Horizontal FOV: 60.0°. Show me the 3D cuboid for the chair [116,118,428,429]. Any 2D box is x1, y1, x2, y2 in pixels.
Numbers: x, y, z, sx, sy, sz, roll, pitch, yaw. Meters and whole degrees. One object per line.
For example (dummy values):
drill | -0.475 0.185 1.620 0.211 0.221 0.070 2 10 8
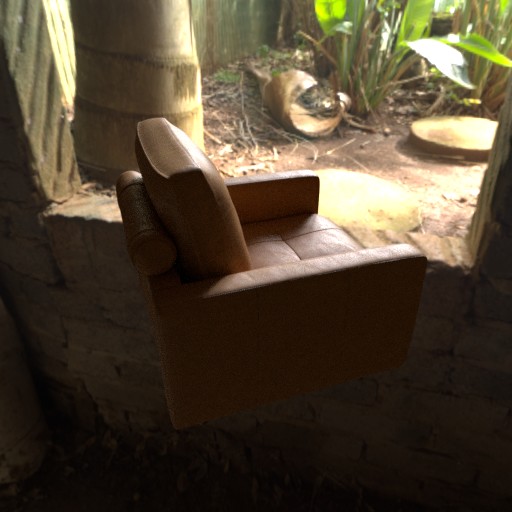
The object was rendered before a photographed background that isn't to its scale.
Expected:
chair | 0.000 0.000 1.572 0.868 0.896 0.831 -10 32 -17
